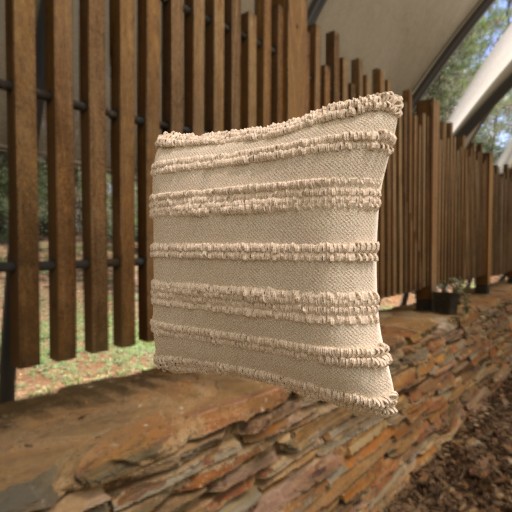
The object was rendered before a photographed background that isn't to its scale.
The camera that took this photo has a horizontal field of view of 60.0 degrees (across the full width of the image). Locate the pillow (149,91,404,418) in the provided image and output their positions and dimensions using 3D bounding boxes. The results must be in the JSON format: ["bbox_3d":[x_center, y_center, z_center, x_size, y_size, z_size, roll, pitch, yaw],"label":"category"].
[{"bbox_3d":[0.000,0.000,0.674,0.437,0.427,0.145,1,2,35],"label":"pillow"}]
